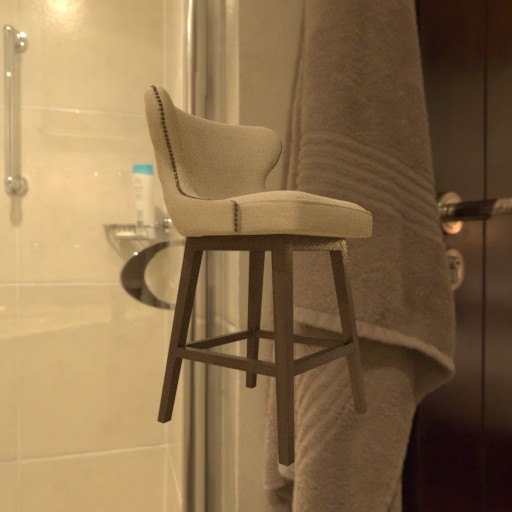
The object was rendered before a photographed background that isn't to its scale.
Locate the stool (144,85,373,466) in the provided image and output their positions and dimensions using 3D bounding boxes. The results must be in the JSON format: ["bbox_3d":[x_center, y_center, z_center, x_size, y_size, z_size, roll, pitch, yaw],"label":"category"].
[{"bbox_3d":[0.000,0.000,1.361,0.597,0.972,0.615,0,0,37],"label":"stool"}]
